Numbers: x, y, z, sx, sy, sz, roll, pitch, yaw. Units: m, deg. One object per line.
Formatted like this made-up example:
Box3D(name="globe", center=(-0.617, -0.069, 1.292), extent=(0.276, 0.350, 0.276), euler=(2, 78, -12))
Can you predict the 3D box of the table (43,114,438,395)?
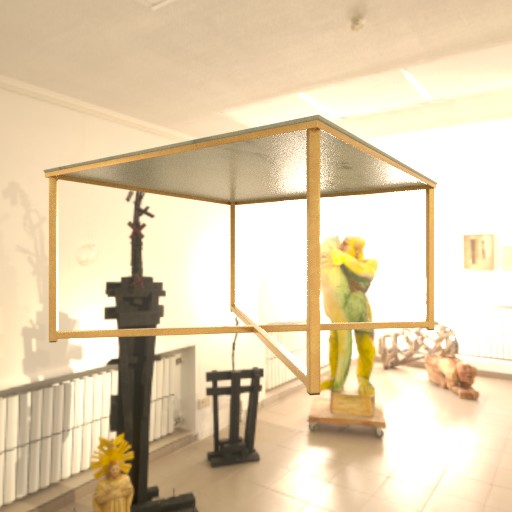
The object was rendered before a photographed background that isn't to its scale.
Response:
Box3D(name="table", center=(0.000, 0.000, 1.258), extent=(0.800, 0.450, 0.800), euler=(0, 0, 35))
